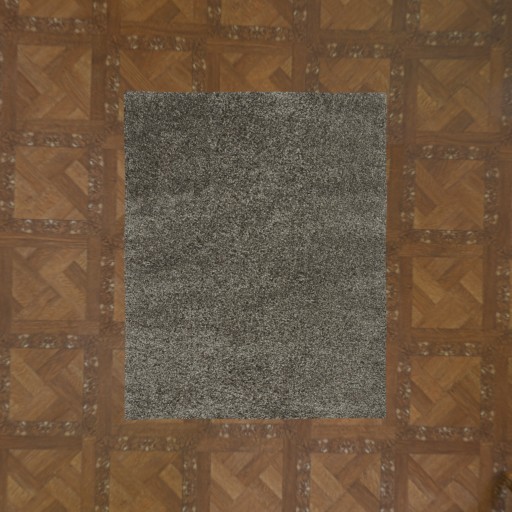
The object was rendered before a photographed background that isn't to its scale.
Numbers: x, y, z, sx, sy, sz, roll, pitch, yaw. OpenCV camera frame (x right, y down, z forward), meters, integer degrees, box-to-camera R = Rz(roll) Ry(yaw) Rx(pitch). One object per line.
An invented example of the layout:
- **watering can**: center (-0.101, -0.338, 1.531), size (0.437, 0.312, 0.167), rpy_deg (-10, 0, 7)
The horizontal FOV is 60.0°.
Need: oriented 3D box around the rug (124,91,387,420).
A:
- **rug**: center (0.000, 0.000, 4.066), size (2.401, 0.025, 3.000), rpy_deg (0, 90, -1)
